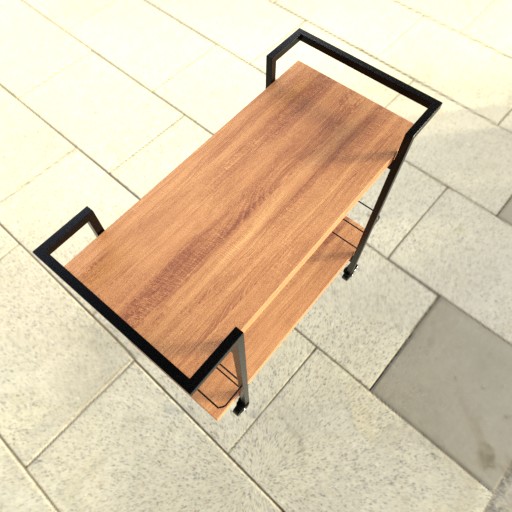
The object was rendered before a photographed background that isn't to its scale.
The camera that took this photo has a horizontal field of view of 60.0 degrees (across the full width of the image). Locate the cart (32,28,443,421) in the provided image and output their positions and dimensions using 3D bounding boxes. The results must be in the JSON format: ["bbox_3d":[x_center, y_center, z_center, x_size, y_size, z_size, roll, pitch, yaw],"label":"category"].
[{"bbox_3d":[0.000,0.000,1.229,0.406,0.762,0.806,36,68,17],"label":"cart"}]
